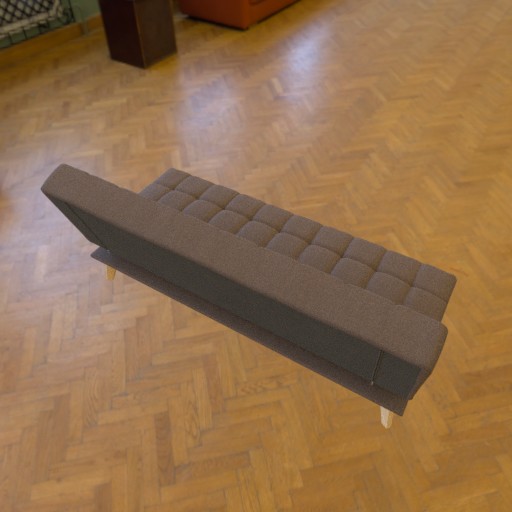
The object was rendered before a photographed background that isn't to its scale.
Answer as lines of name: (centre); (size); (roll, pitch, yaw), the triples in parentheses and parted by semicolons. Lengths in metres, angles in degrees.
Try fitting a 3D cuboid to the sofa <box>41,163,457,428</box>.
sofa: (0.000, 0.000, 2.187); (1.800, 0.810, 0.860); (23, 50, 21)
